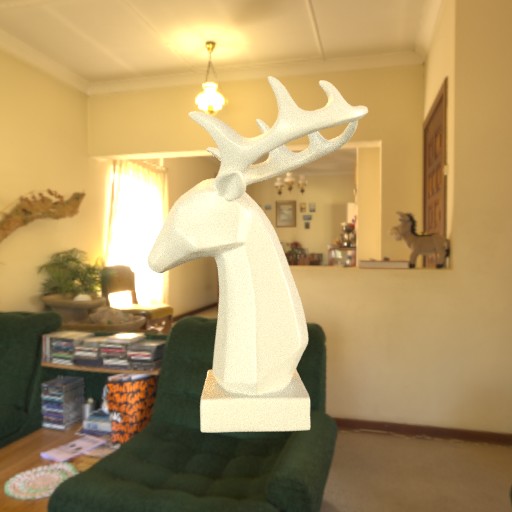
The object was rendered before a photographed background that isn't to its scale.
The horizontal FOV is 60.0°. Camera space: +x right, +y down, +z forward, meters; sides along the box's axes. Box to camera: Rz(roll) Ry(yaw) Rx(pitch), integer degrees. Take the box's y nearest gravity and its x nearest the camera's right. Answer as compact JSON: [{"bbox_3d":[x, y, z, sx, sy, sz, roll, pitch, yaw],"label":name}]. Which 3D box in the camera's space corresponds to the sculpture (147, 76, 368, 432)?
[{"bbox_3d":[0.000,0.000,0.460,0.224,0.329,0.174,0,1,-2],"label":"sculpture"}]
